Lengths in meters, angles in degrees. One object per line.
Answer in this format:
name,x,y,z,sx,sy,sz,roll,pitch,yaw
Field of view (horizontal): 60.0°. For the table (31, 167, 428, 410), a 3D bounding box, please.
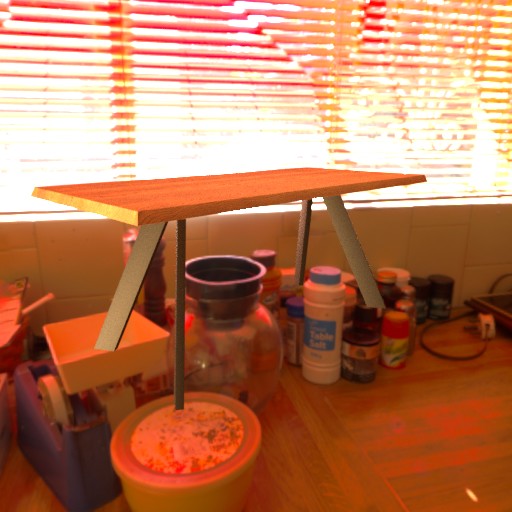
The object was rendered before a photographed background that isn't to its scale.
table,0.000,0.000,2.268,1.800,0.770,0.900,-14,21,-42
